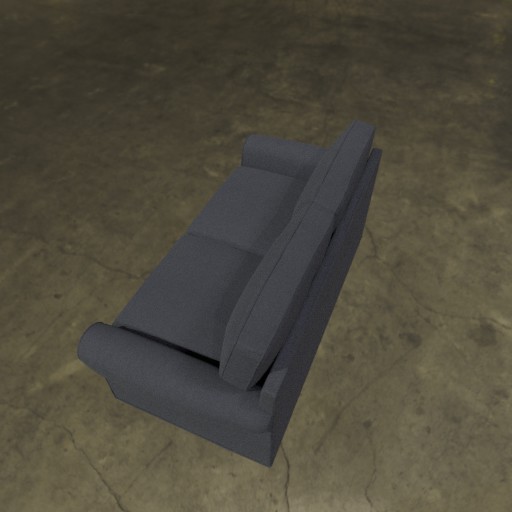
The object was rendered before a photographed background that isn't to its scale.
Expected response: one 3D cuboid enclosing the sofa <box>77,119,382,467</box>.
[{"bbox_3d":[0.000,0.000,2.551,0.951,1.031,2.009,18,49,16],"label":"sofa"}]
